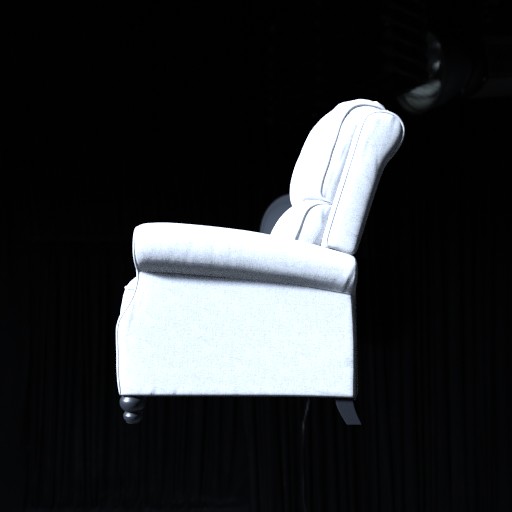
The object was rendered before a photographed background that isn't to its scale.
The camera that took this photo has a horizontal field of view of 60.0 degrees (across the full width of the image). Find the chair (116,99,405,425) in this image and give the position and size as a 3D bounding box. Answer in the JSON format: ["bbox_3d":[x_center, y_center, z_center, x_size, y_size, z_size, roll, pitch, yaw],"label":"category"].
[{"bbox_3d":[0.000,0.000,1.740,0.919,1.046,0.859,0,0,0],"label":"chair"}]
